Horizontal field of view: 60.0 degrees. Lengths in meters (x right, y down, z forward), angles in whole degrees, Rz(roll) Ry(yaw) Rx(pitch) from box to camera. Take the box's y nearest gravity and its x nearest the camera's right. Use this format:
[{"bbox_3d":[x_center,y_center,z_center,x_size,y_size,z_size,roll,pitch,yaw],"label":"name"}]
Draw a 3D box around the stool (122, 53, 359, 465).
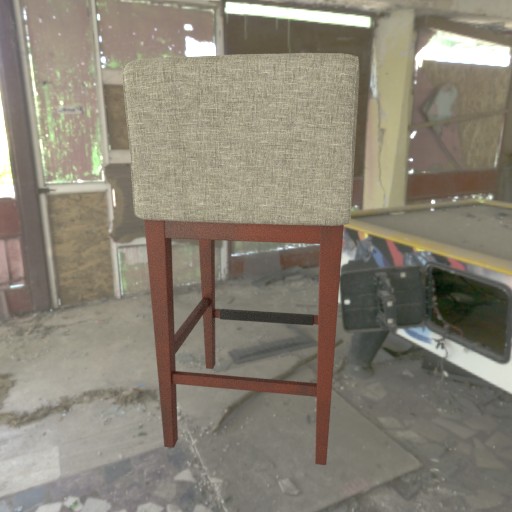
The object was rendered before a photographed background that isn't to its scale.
[{"bbox_3d":[0.000,0.000,1.066,0.417,0.835,0.459,2,16,9],"label":"stool"}]
